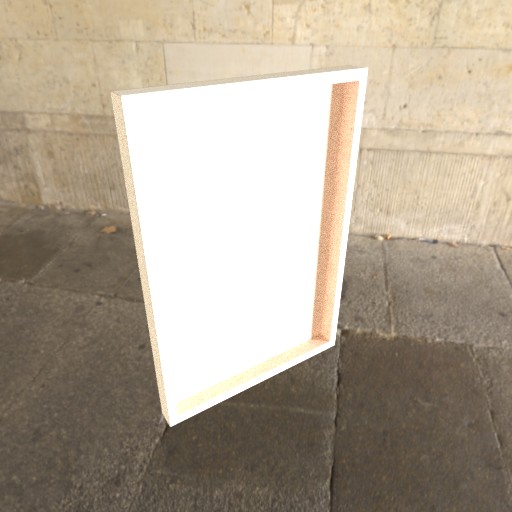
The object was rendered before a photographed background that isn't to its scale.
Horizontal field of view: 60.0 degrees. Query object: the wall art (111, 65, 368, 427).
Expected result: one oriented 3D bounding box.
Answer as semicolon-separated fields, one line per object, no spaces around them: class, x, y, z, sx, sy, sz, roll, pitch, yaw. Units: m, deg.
wall art;0.000;0.000;0.806;0.418;0.608;0.038;-19;36;-28
